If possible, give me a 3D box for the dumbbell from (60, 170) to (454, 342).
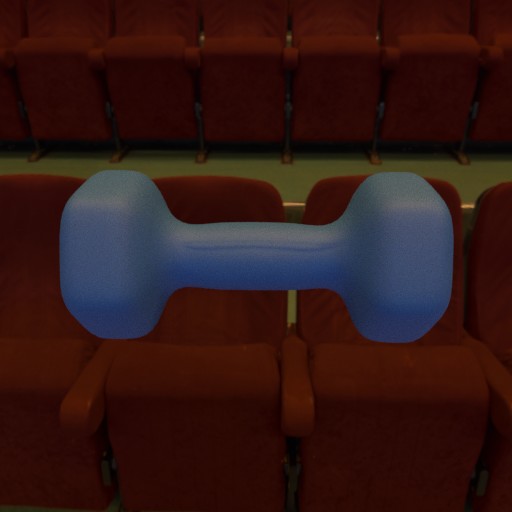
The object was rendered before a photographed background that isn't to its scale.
[{"bbox_3d":[0.000,0.000,0.264,0.212,0.093,0.103,1,31,2],"label":"dumbbell"}]
